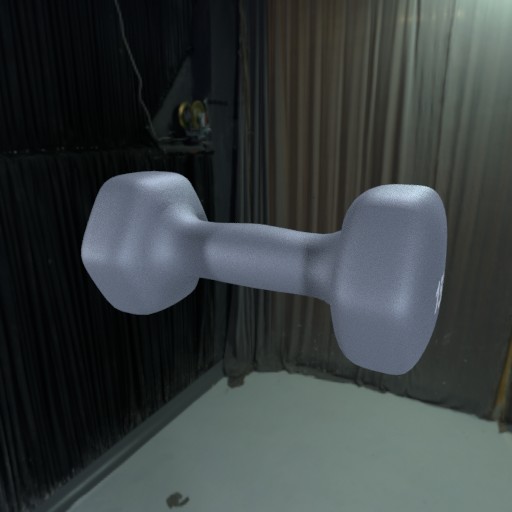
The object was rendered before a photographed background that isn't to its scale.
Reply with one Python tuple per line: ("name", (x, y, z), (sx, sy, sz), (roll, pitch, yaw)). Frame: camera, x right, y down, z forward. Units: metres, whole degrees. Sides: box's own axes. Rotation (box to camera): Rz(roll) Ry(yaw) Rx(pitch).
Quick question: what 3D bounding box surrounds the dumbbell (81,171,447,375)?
("dumbbell", (0.000, 0.000, 0.305), (0.240, 0.105, 0.116), (8, 18, 26))
